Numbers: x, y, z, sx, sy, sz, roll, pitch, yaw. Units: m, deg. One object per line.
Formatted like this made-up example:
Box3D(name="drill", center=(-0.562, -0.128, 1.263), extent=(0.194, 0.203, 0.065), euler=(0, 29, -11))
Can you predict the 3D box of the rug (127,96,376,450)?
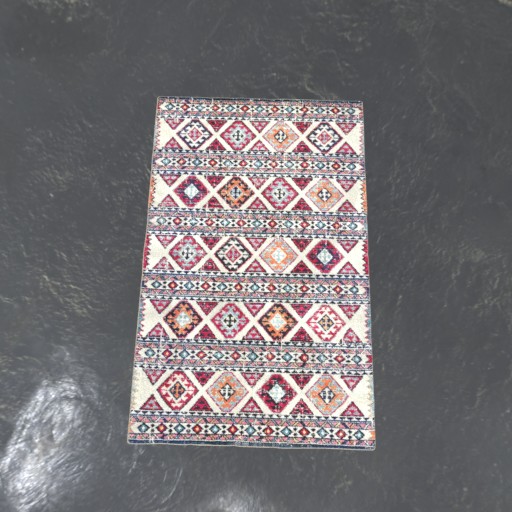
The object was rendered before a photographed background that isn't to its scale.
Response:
Box3D(name="rug", center=(0.000, 0.000, 3.033), extent=(1.545, 0.010, 2.440), euler=(1, 76, 0))
